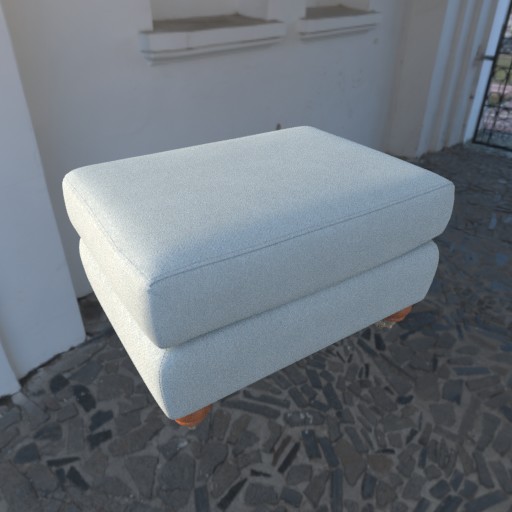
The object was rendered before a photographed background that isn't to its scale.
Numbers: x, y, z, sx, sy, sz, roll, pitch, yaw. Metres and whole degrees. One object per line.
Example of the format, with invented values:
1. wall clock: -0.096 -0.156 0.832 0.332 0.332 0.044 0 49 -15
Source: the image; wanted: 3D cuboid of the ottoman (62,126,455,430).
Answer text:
1. ottoman: 0.000 0.000 1.129 0.773 0.499 0.569 -19 36 -27
